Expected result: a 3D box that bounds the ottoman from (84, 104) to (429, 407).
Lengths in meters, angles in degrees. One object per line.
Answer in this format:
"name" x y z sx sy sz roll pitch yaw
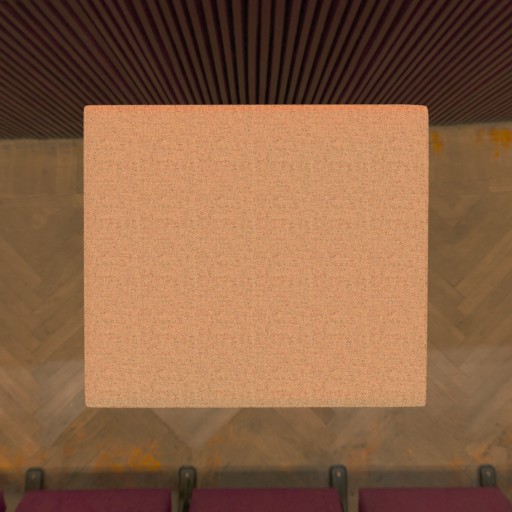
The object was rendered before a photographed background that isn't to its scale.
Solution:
"ottoman" 0.000 0.000 1.212 0.835 0.303 0.736 0 91 0
